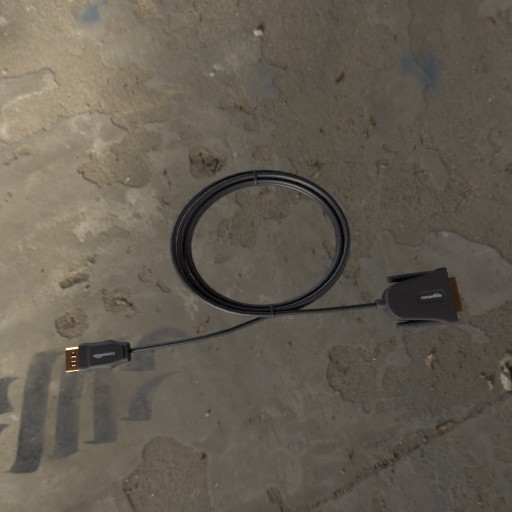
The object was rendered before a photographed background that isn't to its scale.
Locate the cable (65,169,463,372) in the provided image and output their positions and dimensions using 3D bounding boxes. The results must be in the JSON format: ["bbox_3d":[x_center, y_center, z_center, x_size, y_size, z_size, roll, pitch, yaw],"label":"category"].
[{"bbox_3d":[0.000,0.000,0.328,0.281,0.015,0.136,-7,76,-2],"label":"cable"}]
